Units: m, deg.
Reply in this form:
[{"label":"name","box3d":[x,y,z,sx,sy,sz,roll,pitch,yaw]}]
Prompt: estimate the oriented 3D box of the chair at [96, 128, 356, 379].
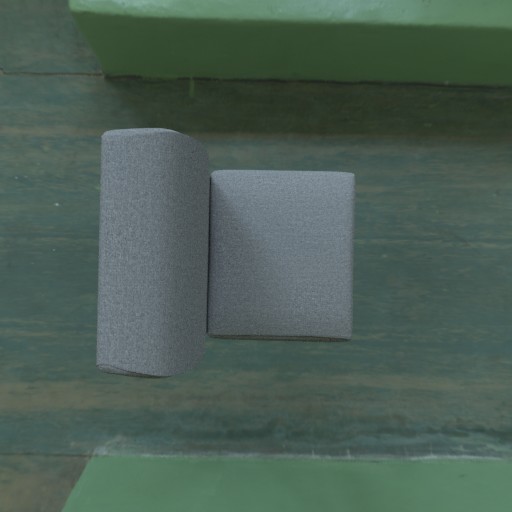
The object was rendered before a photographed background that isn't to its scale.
[{"label":"chair","box3d":[0.000,0.000,1.205,0.592,0.804,0.513,0,90,-1]}]
